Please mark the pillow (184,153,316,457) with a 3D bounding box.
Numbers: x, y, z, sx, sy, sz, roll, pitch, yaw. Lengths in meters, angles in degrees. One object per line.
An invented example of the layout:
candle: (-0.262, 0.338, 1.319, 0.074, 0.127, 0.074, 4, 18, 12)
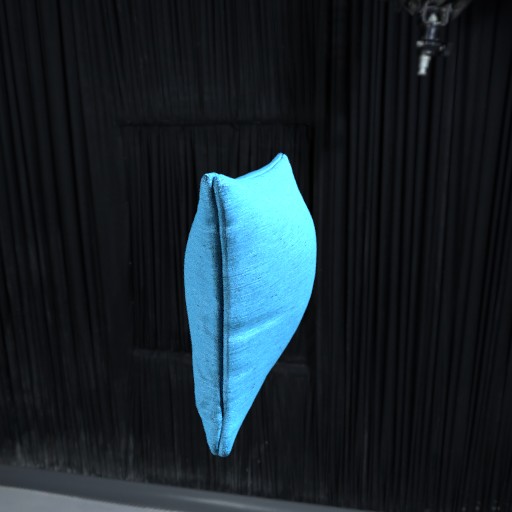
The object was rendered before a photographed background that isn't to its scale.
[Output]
pillow: (0.000, 0.000, 0.790, 0.210, 0.338, 0.633, 3, 15, 10)
